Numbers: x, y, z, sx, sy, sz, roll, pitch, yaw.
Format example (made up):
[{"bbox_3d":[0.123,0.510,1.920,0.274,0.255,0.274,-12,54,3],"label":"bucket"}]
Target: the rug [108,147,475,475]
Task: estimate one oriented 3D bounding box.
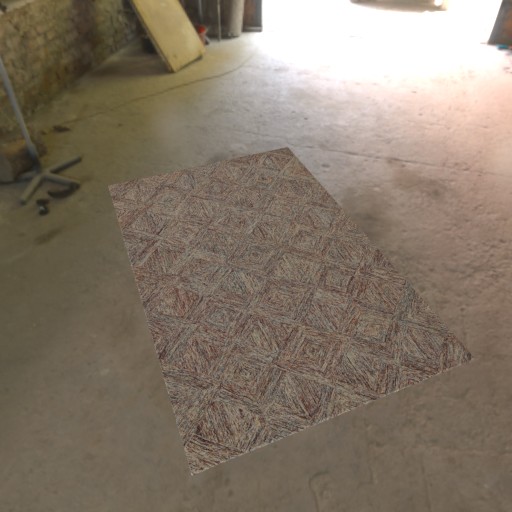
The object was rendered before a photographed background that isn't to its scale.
[{"bbox_3d":[0.000,0.000,2.854,1.523,0.019,2.285,-16,46,-16],"label":"rug"}]
